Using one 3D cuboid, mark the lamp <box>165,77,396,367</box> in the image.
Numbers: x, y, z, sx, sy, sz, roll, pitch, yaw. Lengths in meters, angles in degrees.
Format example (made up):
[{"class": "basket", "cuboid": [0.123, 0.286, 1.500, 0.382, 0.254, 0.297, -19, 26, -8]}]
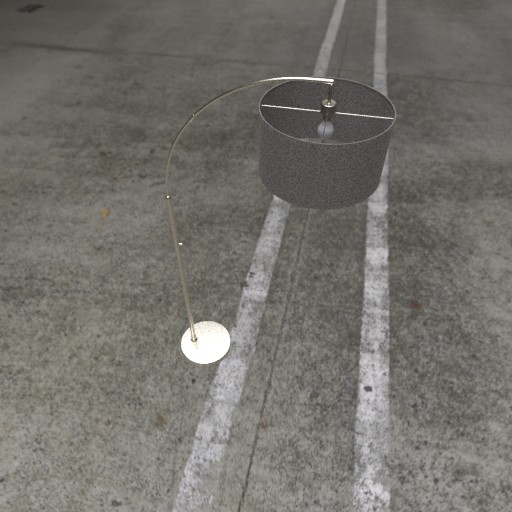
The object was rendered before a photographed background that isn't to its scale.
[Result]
[{"class": "lamp", "cuboid": [0.000, 0.000, 2.073, 0.934, 1.735, 0.452, 9, 47, 8]}]
